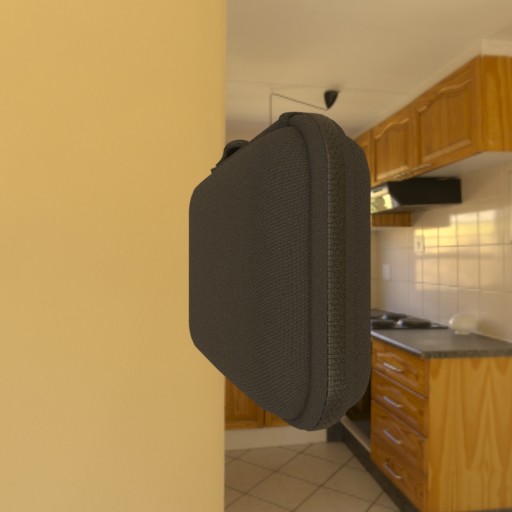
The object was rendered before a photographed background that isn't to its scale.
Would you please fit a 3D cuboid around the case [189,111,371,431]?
[{"bbox_3d":[0.000,0.000,0.181,0.038,0.105,0.132,0,0,-19],"label":"case"}]
